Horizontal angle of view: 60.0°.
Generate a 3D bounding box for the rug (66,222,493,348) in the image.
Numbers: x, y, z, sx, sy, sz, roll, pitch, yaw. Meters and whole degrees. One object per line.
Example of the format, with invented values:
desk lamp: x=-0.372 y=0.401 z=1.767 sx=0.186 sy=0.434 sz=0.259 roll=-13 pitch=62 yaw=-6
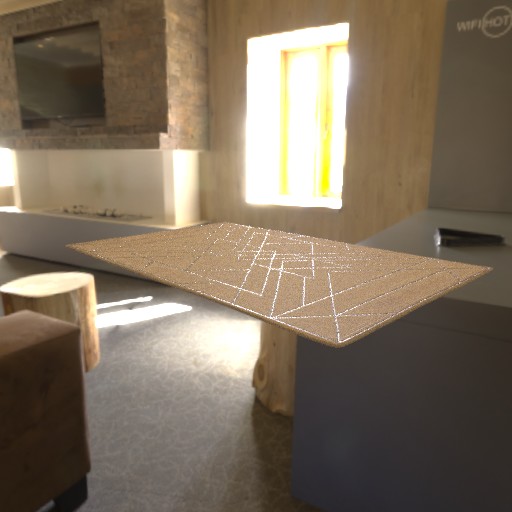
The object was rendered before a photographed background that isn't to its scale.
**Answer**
rug: x=0.000 y=0.000 z=2.966 sx=1.575 sy=0.023 sz=2.459 roll=-13 pitch=18 yaw=-43
